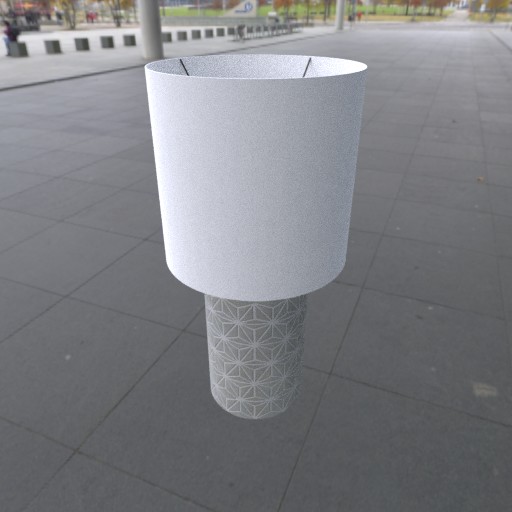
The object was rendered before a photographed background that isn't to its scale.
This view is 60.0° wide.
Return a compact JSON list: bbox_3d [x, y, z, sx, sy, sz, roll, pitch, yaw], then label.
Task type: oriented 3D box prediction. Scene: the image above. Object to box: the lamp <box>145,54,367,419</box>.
[{"bbox_3d":[0.000,0.000,0.521,0.206,0.416,0.206,20,35,32],"label":"lamp"}]
